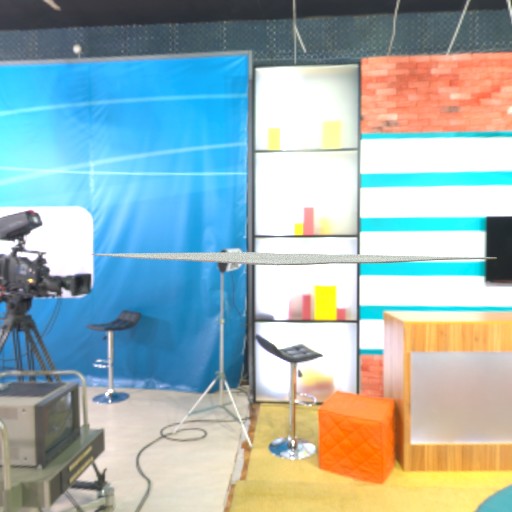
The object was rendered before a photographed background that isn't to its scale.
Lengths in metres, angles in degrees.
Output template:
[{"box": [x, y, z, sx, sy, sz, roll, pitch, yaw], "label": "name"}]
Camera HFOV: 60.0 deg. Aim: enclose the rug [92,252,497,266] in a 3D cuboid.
[{"box": [0.000, 0.000, 2.998, 1.527, 0.016, 2.442, -1, 2, -35], "label": "rug"}]
